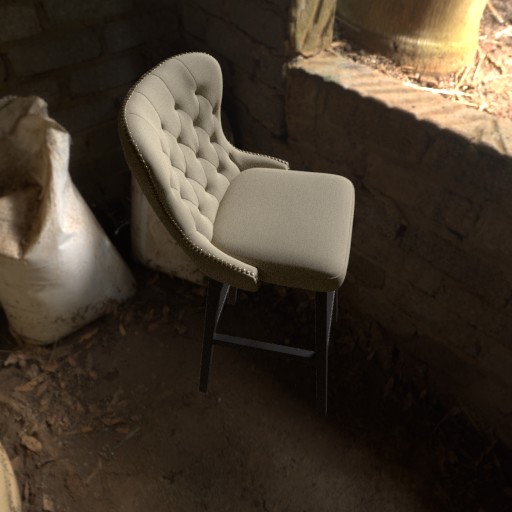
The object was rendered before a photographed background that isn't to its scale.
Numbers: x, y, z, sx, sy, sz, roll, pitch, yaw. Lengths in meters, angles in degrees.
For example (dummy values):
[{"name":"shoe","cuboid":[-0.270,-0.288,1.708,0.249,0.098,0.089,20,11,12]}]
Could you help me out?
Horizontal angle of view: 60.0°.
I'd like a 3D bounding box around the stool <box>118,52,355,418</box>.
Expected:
[{"name":"stool","cuboid":[0.000,0.000,1.388,0.605,1.066,0.528,9,47,9]}]
